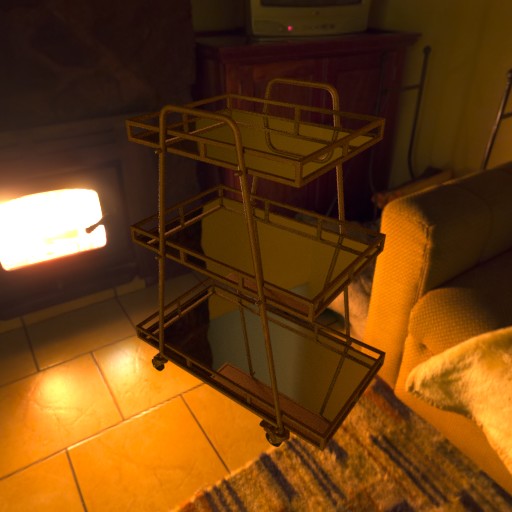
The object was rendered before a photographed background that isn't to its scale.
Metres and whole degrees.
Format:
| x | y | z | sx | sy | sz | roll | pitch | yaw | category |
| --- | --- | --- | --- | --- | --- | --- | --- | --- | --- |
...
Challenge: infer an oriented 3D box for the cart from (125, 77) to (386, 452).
| x | y | z | sx | sy | sz | roll | pitch | yaw | category |
| --- | --- | --- | --- | --- | --- | --- | --- | --- | --- |
| 0.000 | 0.000 | 1.251 | 0.711 | 0.883 | 0.441 | 22 | 38 | 31 | cart |
